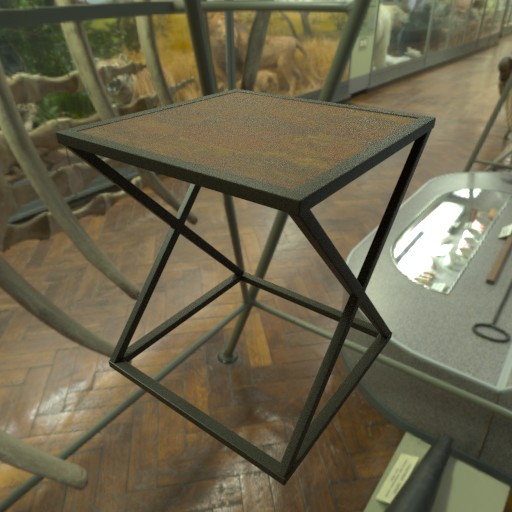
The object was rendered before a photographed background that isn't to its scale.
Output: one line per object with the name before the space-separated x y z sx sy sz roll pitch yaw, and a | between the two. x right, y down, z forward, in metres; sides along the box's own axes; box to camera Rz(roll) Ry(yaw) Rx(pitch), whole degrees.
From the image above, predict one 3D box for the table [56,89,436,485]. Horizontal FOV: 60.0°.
table | 0.000 0.000 0.960 0.500 0.565 0.500 21 37 31
